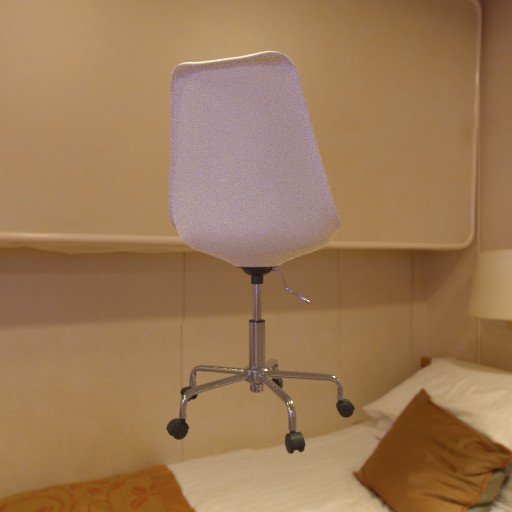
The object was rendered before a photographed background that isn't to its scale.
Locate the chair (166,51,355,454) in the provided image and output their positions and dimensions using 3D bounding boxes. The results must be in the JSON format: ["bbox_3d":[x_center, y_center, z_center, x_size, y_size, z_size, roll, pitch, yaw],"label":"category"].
[{"bbox_3d":[0.000,0.000,1.284,0.550,0.930,0.550,0,0,17],"label":"chair"}]
